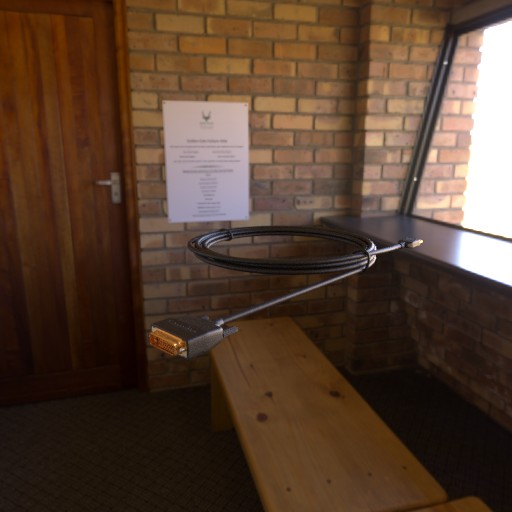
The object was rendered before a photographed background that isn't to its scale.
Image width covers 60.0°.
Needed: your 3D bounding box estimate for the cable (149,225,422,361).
[{"bbox_3d":[0.000,0.000,0.520,0.257,0.030,0.422,12,18,41],"label":"cable"}]
